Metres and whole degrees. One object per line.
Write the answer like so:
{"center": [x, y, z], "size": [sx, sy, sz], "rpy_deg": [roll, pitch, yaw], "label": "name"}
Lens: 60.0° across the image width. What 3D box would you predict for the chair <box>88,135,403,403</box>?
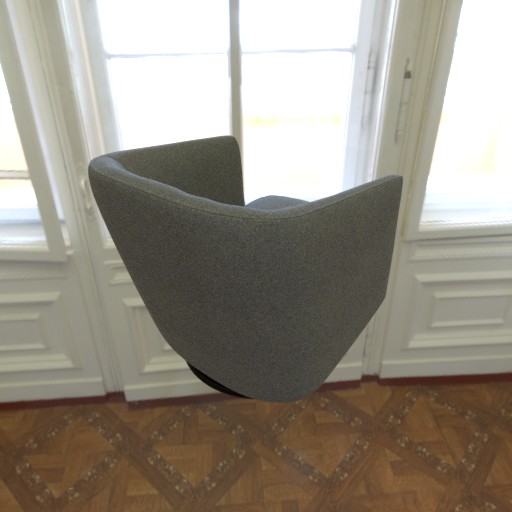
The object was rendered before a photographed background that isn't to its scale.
{"center": [0.000, 0.000, 1.641], "size": [0.822, 0.861, 0.986], "rpy_deg": [23, 37, 33], "label": "chair"}
